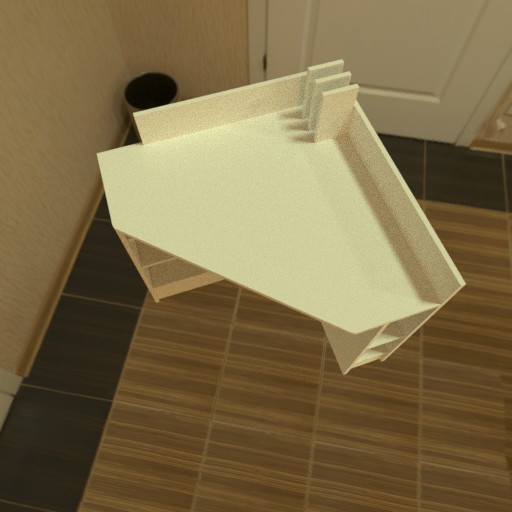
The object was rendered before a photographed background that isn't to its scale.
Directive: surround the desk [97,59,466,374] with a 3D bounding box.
[{"bbox_3d":[0.000,0.000,1.755,0.940,0.986,0.940,-17,64,-8],"label":"desk"}]
